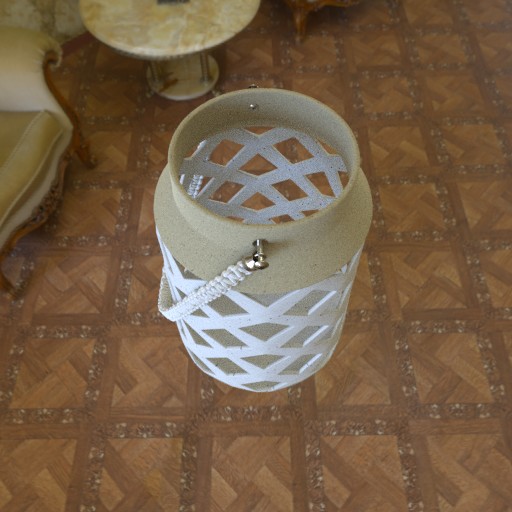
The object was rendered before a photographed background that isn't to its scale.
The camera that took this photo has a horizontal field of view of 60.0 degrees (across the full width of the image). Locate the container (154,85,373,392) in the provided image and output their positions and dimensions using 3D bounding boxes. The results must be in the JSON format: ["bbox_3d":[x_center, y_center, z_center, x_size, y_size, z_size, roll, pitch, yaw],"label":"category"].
[{"bbox_3d":[0.000,0.000,0.347,0.172,0.229,0.163,-2,59,-1],"label":"container"}]
